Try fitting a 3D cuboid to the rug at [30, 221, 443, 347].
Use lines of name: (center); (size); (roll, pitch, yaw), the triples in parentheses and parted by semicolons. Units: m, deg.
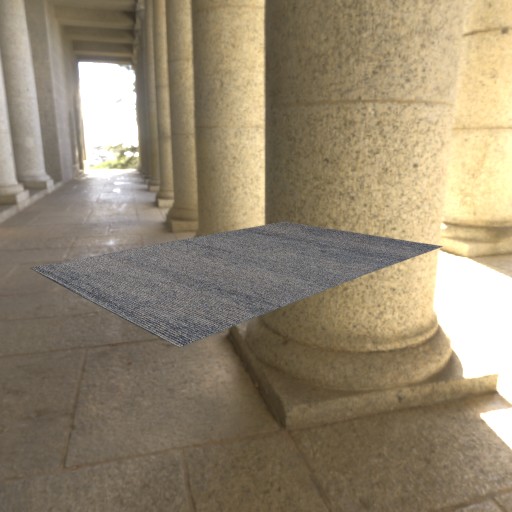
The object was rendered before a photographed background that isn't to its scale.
rug: (0.000, 0.000, 2.190); (1.135, 0.010, 1.740); (14, 20, 43)
